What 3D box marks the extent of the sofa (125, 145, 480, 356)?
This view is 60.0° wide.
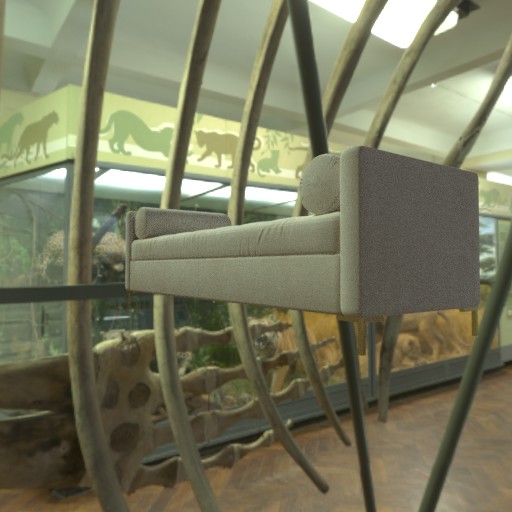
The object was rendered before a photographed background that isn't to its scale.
[{"bbox_3d":[0.000,0.000,2.288,0.686,0.635,1.981,1,-2,-36],"label":"sofa"}]
